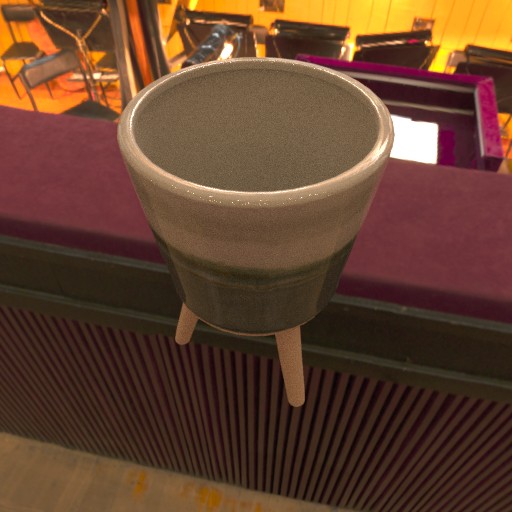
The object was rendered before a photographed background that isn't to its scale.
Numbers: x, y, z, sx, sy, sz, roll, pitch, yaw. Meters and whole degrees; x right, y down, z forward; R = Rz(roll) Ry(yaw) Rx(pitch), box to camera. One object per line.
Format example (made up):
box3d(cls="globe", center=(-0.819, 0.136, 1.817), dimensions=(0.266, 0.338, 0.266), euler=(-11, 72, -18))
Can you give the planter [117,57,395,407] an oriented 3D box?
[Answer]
box3d(cls="planter", center=(0.000, 0.000, 0.472), dimensions=(0.217, 0.331, 0.217), euler=(10, 48, 9))
